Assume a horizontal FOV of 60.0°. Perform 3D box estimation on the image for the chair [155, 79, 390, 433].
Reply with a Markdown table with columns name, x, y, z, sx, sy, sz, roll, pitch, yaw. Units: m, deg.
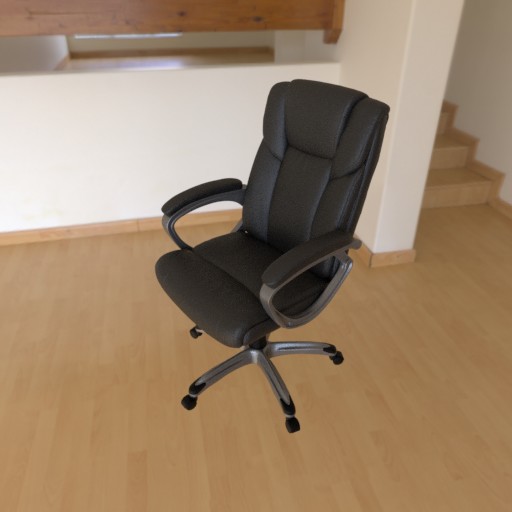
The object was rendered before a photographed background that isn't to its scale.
| name | x | y | z | sx | sy | sz | roll | pitch | yaw |
| --- | --- | --- | --- | --- | --- | --- | --- | --- | --- |
| chair | 0.000 | 0.000 | 1.620 | 0.719 | 1.130 | 0.721 | -22 | 38 | -31 |
